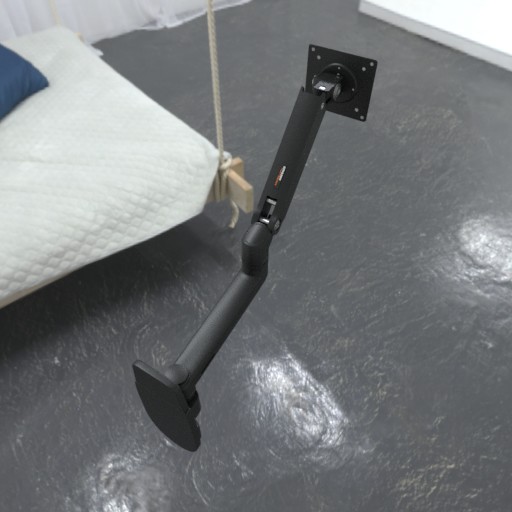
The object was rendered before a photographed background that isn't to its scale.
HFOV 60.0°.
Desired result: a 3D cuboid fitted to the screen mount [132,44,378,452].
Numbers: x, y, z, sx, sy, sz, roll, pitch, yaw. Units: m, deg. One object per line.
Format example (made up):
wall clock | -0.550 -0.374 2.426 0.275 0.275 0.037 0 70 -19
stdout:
screen mount | 0.000 0.000 0.706 0.115 0.466 0.495 25 52 21
